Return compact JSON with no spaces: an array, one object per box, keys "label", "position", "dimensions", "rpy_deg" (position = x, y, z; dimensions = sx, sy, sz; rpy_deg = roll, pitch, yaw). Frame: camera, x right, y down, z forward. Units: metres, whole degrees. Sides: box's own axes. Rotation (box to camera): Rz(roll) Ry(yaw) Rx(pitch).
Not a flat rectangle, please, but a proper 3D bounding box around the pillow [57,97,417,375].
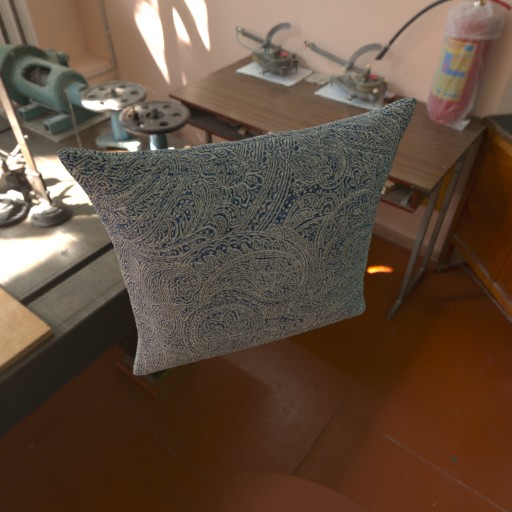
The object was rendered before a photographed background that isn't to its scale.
[{"label":"pillow","position":[0.000,0.000,0.783],"dimensions":[0.523,0.510,0.166],"rpy_deg":[-13,44,-13]}]
